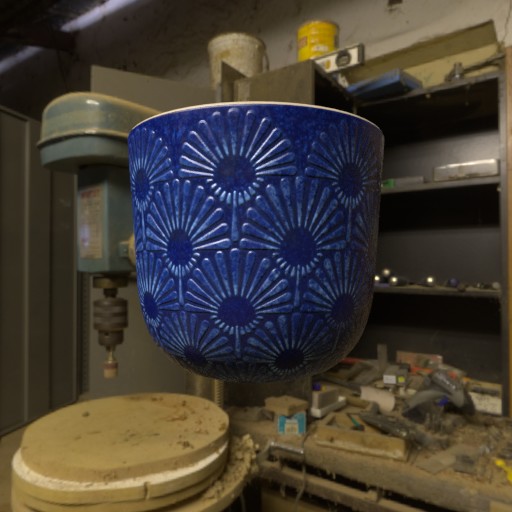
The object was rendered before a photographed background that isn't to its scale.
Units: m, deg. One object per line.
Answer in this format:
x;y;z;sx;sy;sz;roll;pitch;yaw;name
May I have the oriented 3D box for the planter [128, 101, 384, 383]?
0.000;0.000;0.304;0.170;0.153;0.170;0;-1;0;planter
